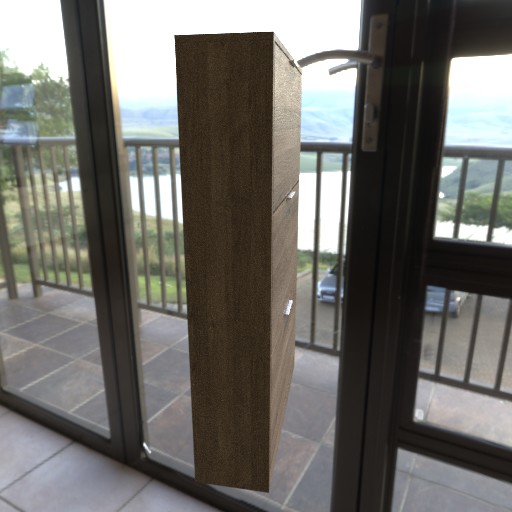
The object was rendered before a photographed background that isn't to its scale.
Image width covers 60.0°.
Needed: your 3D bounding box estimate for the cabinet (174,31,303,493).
[{"bbox_3d":[0.000,0.000,1.544,0.250,1.280,0.750,3,17,10],"label":"cabinet"}]
